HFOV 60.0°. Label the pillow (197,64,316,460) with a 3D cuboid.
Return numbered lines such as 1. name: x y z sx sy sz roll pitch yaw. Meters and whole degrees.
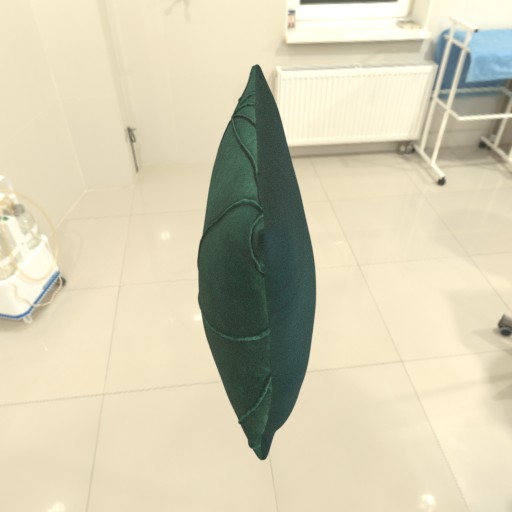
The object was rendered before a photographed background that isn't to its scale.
1. pillow: 0.000 0.000 0.682 0.184 0.440 0.439 0 41 0
